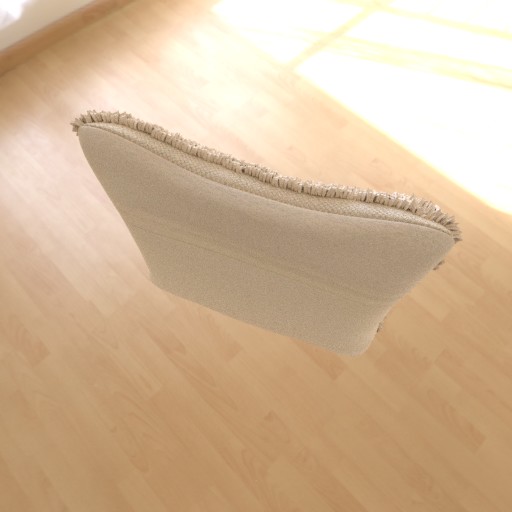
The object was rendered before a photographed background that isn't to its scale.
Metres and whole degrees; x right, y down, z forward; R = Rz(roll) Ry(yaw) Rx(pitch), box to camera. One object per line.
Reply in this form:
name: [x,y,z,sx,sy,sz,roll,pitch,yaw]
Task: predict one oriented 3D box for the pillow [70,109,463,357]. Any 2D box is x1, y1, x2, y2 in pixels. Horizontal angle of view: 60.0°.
pillow: [0.000,0.000,0.643,0.437,0.427,0.145,19,65,9]
